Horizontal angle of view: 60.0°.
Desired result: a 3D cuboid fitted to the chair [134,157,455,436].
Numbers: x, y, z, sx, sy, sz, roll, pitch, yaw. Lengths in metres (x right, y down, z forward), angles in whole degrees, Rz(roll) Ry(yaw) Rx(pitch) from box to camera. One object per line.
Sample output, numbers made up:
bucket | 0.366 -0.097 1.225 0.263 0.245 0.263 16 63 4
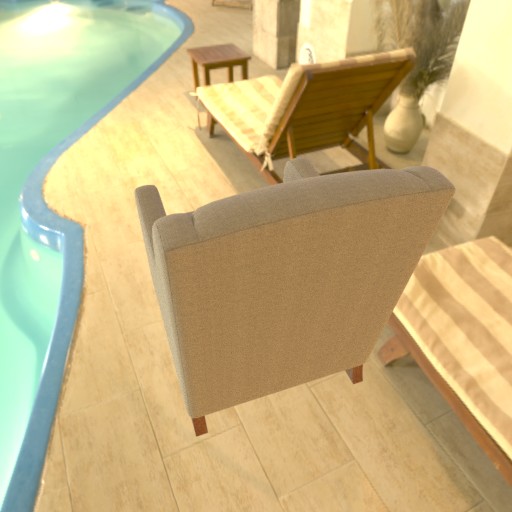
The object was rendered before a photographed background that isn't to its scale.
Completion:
chair | 0.000 0.000 1.581 0.715 1.017 0.890 -13 43 -15
